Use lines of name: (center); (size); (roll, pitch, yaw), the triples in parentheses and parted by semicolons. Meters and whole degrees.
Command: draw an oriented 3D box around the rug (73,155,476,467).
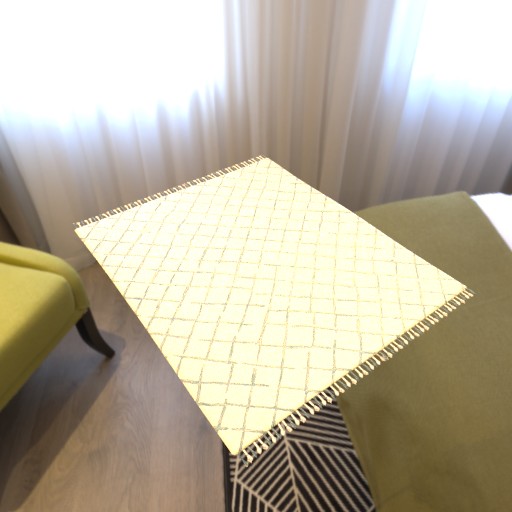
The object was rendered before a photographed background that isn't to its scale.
rug: (0.000, 0.000, 4.885); (2.892, 0.036, 3.585); (-26, 48, -27)
